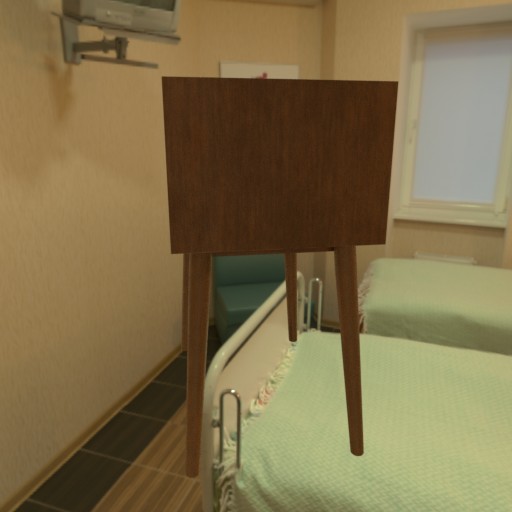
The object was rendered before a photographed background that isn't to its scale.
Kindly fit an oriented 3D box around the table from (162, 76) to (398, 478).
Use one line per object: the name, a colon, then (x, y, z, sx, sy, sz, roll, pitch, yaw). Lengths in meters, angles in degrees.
table: (0.000, 0.000, 0.842, 0.307, 0.580, 0.454, -3, 16, -10)
